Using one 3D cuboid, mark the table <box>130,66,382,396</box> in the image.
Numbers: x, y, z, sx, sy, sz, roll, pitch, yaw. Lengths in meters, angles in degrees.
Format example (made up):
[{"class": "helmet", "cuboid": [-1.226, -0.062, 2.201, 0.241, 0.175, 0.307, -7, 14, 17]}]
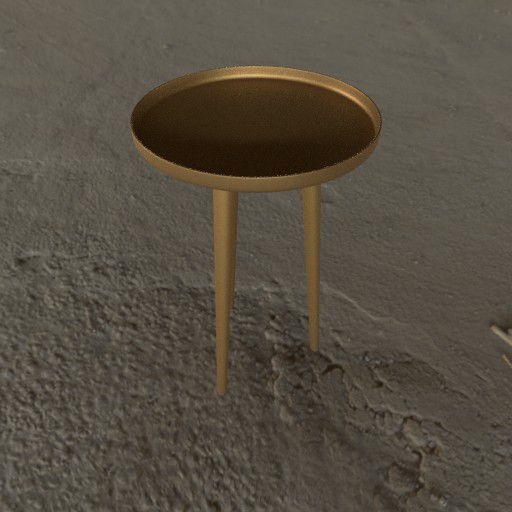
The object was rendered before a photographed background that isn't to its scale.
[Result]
[{"class": "table", "cuboid": [0.000, 0.000, 0.699, 0.299, 0.480, 0.299, -1, 43, -1]}]
